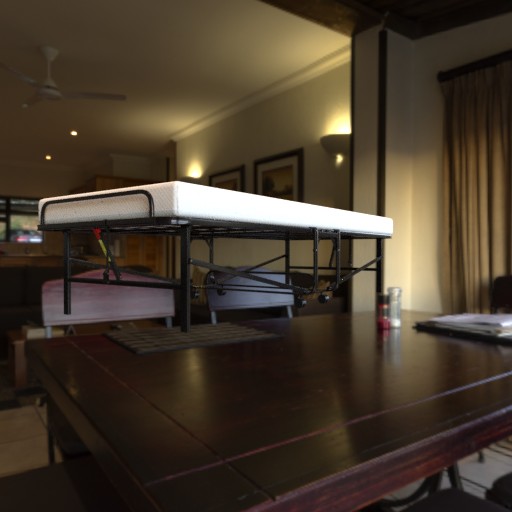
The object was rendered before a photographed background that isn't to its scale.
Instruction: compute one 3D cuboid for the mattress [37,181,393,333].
[{"bbox_3d":[0.000,0.000,2.546,0.922,0.519,2.153,0,1,36],"label":"mattress"}]
